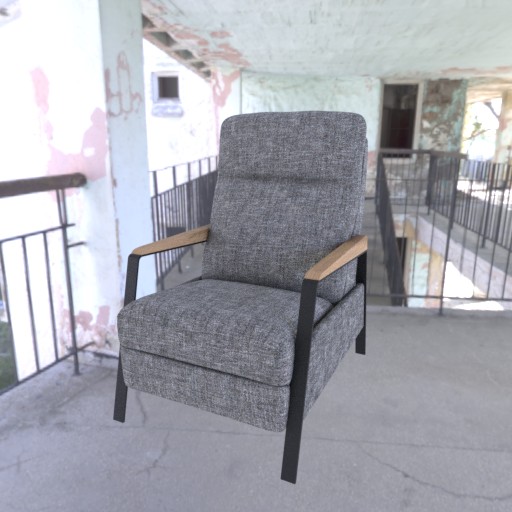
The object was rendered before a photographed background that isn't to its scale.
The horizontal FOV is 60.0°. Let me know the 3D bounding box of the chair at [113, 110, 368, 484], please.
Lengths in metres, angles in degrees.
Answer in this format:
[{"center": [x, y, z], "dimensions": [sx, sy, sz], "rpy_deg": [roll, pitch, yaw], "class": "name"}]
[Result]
[{"center": [0.000, 0.000, 1.627], "dimensions": [0.671, 1.042, 0.868], "rpy_deg": [7, 16, 25], "class": "chair"}]
